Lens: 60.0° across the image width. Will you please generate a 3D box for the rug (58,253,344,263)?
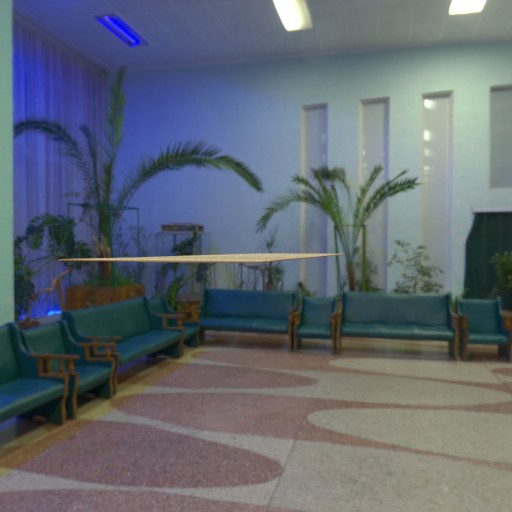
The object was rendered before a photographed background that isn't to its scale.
[{"bbox_3d":[0.000,0.000,2.715,0.799,0.010,2.444,0,1,18],"label":"rug"}]
